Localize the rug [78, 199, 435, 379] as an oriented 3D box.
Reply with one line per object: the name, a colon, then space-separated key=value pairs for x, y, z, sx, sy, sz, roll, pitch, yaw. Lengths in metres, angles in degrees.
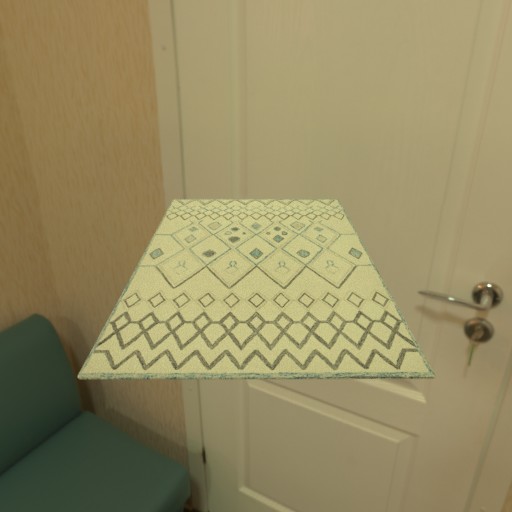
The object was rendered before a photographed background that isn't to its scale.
rug: x=0.000 y=0.000 z=2.981 sx=1.524 sy=0.015 sz=2.439 roll=0 pitch=25 yaw=0
